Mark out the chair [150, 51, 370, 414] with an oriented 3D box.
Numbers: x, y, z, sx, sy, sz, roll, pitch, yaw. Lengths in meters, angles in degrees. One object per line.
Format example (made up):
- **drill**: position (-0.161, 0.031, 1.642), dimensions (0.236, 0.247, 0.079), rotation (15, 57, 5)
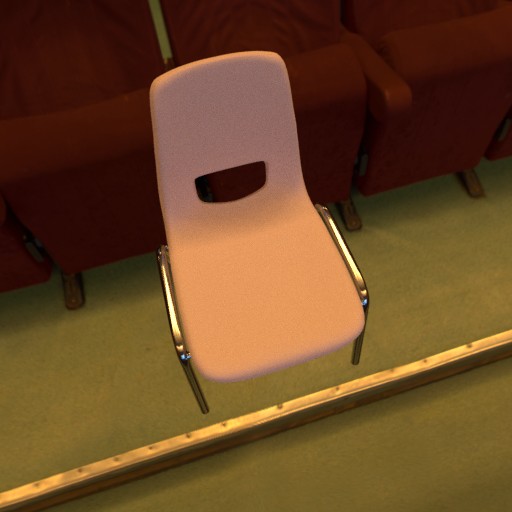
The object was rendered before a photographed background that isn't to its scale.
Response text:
- **chair**: position (0.000, 0.000, 0.780), dimensions (0.354, 0.537, 0.385), rotation (-16, 65, -8)
